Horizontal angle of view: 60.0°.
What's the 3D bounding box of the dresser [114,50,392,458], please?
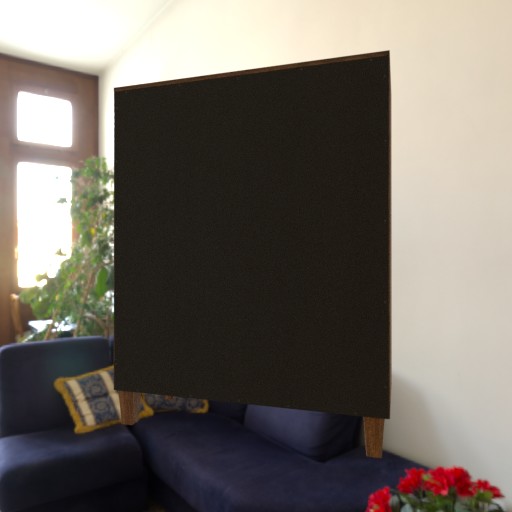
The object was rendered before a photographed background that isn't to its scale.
[{"bbox_3d":[0.000,0.000,1.833,1.067,1.359,0.438,0,0,18],"label":"dresser"}]
